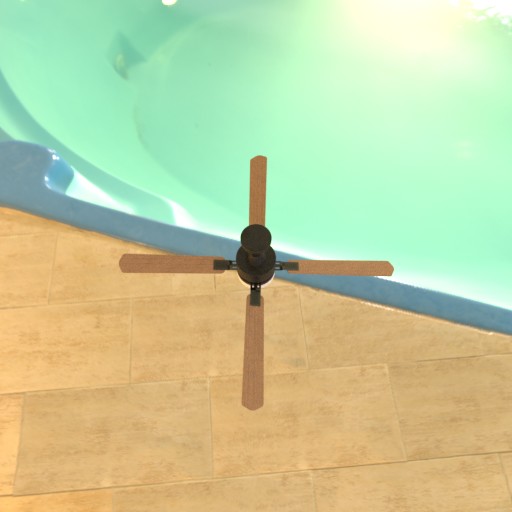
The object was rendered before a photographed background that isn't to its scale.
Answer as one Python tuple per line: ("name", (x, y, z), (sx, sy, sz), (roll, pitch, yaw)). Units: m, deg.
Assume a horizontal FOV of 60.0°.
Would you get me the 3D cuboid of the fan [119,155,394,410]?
("fan", (0.000, 0.000, 2.029), (1.320, 0.355, 1.320), (1, 64, 1))
